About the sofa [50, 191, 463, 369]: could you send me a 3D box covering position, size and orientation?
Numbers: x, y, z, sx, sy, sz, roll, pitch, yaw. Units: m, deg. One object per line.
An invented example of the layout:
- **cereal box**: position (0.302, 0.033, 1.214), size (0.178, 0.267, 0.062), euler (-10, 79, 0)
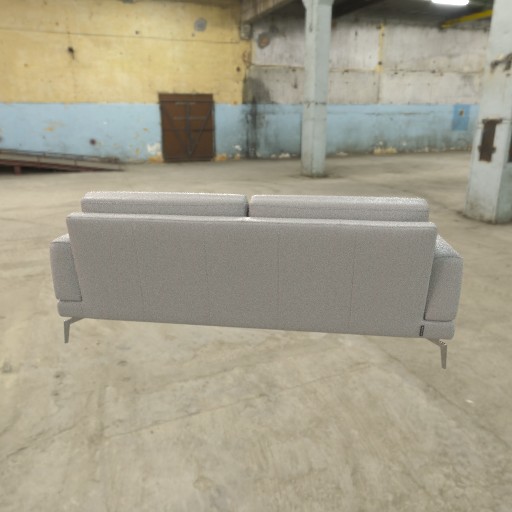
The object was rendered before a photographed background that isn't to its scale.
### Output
- **sofa**: position (0.000, 0.000, 2.447), size (1.940, 0.765, 0.974), euler (2, 17, 7)
